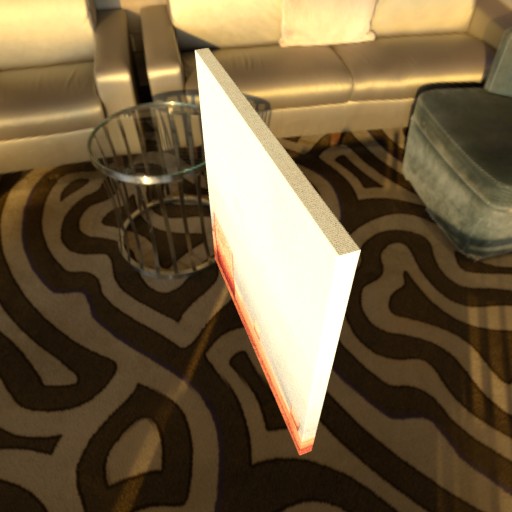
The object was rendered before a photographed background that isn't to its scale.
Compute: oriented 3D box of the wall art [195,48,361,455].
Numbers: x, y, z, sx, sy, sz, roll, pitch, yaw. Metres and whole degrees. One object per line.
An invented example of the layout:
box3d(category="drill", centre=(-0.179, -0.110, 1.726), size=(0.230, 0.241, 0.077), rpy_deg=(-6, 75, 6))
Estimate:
box3d(category="wall art", centre=(0.000, 0.000, 0.908), size=(0.034, 0.605, 0.605), rpy_deg=(-15, 48, -14))
